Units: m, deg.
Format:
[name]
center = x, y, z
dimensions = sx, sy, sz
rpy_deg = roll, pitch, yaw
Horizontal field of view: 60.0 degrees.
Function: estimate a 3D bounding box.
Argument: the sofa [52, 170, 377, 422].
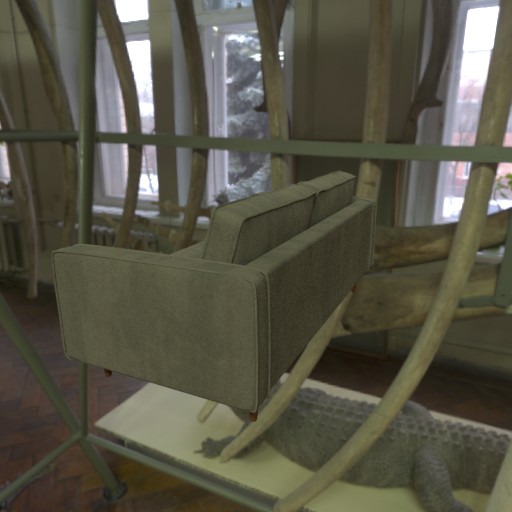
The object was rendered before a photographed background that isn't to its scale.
[sofa]
center = 0.000, 0.000, 2.432
dimensions = 0.924, 0.825, 1.920
rpy_deg = 8, 18, 25
